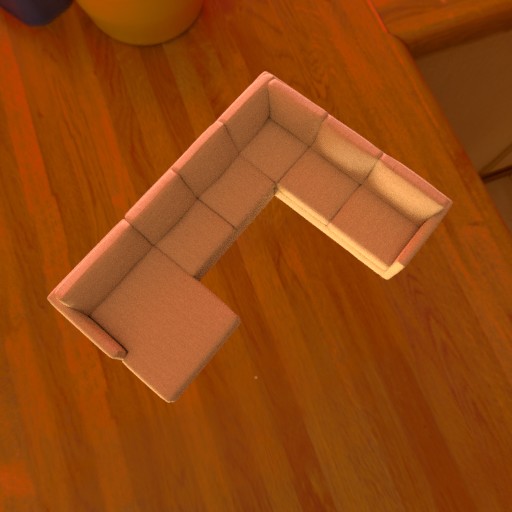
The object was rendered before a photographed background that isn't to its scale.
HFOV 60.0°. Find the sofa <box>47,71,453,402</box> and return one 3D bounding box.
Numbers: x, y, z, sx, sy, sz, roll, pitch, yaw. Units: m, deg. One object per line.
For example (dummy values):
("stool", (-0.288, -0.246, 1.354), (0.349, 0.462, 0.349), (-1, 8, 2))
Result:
("sofa", (0.000, 0.000, 4.745), (2.594, 0.961, 3.460), (39, 78, 10))
